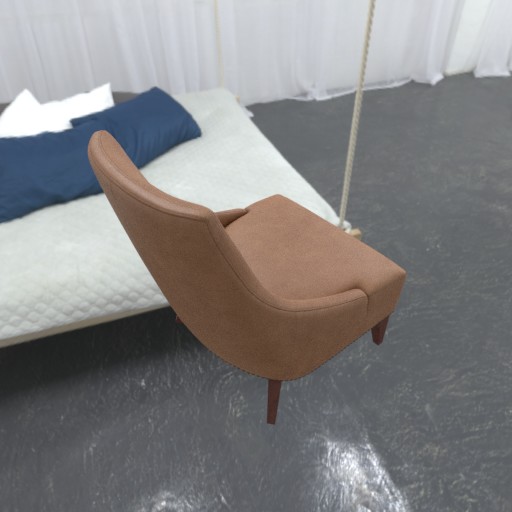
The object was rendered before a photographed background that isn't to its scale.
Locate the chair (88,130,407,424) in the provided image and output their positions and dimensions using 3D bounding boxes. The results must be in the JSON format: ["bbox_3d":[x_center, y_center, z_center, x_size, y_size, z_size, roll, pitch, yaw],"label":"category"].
[{"bbox_3d":[0.000,0.000,1.501,0.861,0.909,0.701,-27,47,-29],"label":"chair"}]
